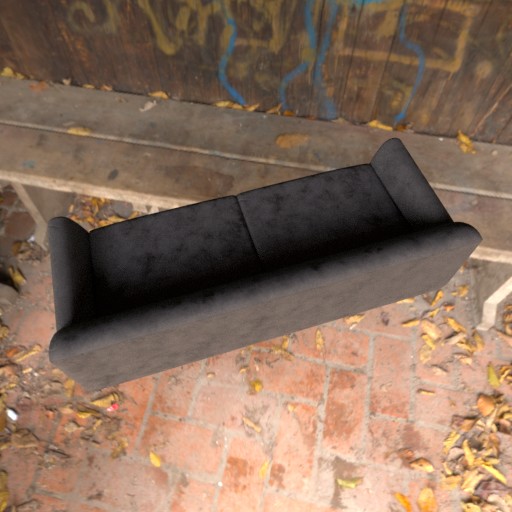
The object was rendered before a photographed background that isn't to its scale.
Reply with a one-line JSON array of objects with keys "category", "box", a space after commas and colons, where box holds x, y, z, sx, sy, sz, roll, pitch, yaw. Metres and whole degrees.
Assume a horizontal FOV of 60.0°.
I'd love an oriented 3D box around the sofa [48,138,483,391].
[{"category": "sofa", "box": [0.000, 0.000, 2.620, 2.190, 0.740, 0.900, -15, 61, -9]}]
